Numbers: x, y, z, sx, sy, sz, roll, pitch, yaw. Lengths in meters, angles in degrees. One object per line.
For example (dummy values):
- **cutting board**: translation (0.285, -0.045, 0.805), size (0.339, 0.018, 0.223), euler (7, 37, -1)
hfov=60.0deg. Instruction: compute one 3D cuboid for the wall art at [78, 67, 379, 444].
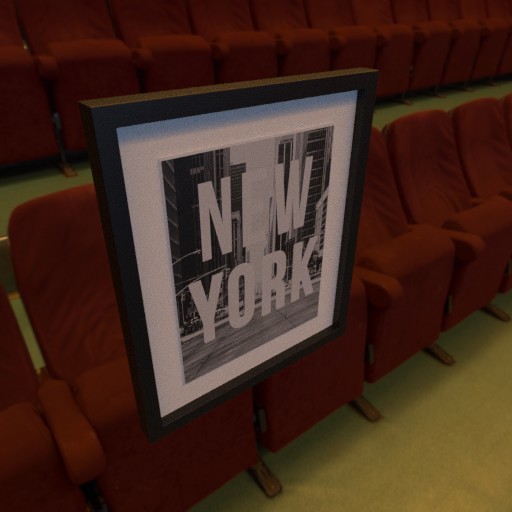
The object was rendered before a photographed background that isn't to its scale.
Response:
- **wall art**: translation (0.000, 0.000, 0.517), size (0.328, 0.381, 0.028), euler (-21, 36, -32)
